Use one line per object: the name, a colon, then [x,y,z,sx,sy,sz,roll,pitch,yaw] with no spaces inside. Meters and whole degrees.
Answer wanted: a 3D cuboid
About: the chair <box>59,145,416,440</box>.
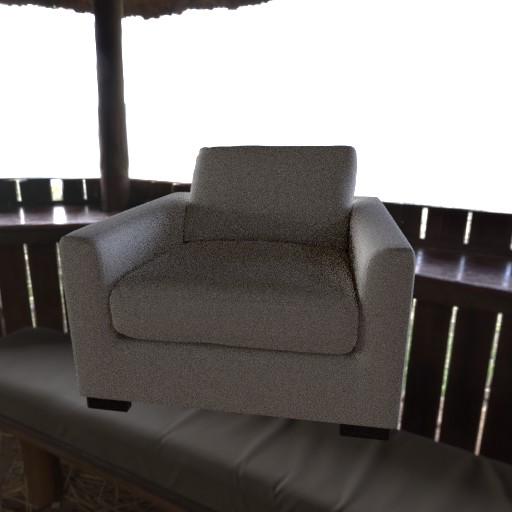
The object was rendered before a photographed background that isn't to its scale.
chair: [0.000,0.000,1.825,1.070,0.876,1.100,3,15,9]
